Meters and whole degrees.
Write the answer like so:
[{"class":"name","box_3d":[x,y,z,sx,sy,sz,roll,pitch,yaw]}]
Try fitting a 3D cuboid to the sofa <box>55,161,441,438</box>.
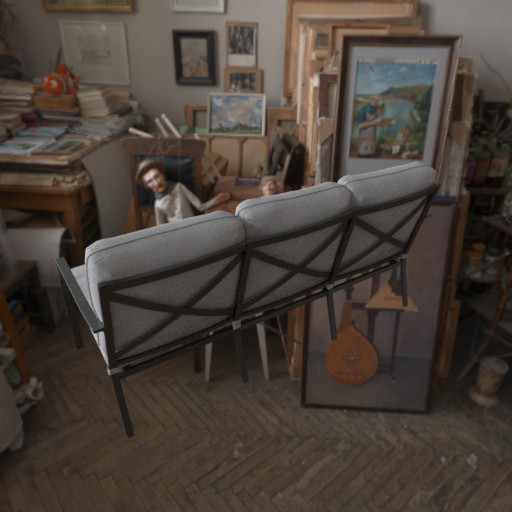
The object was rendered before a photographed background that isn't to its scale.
[{"class":"sofa","box_3d":[0.000,0.000,2.209,1.740,0.860,0.787,-18,34,-28]}]
